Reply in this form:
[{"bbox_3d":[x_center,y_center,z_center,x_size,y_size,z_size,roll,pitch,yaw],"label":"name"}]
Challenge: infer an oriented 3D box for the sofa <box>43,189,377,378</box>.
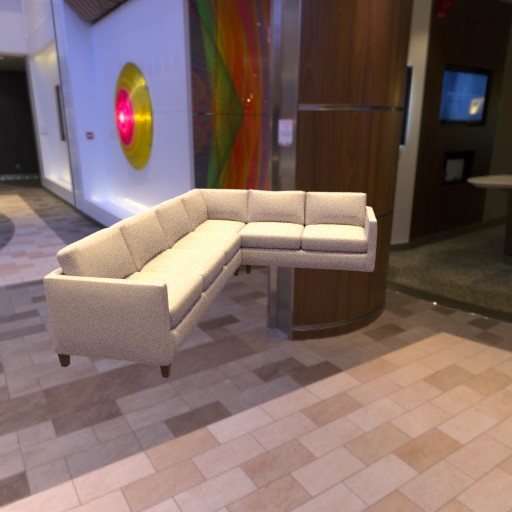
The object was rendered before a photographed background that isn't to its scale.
[{"bbox_3d":[0.000,0.000,4.513,2.522,0.934,3.333,3,17,10],"label":"sofa"}]
